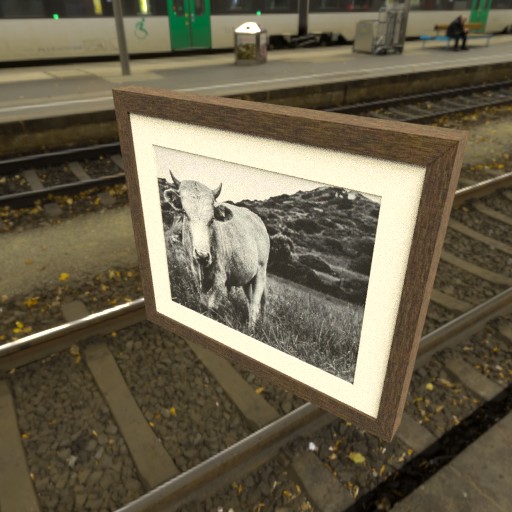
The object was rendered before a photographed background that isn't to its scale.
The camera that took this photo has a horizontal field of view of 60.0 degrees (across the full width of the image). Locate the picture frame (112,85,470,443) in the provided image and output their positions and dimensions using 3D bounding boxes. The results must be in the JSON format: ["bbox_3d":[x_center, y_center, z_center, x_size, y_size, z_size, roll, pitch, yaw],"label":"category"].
[{"bbox_3d":[0.000,0.000,0.505,0.378,0.330,0.033,19,35,30],"label":"picture frame"}]
